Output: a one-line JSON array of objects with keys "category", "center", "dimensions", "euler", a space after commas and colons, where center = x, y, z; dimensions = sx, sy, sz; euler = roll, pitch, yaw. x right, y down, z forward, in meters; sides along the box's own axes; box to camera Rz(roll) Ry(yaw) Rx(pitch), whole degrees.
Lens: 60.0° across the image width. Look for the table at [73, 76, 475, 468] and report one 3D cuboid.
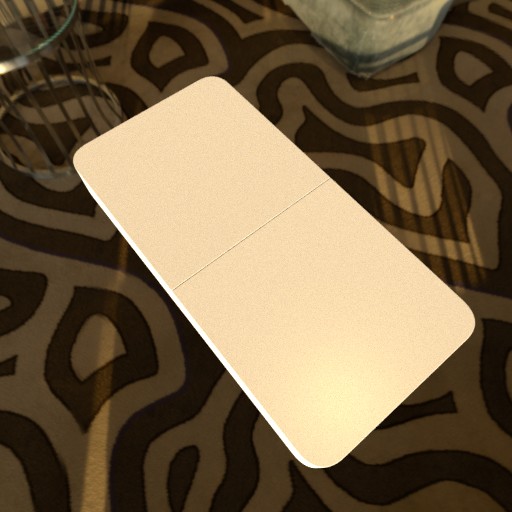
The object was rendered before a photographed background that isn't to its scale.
[{"category": "table", "center": [0.000, 0.000, 1.454], "dimensions": [0.600, 0.340, 1.200], "euler": [-36, 69, -16]}]
